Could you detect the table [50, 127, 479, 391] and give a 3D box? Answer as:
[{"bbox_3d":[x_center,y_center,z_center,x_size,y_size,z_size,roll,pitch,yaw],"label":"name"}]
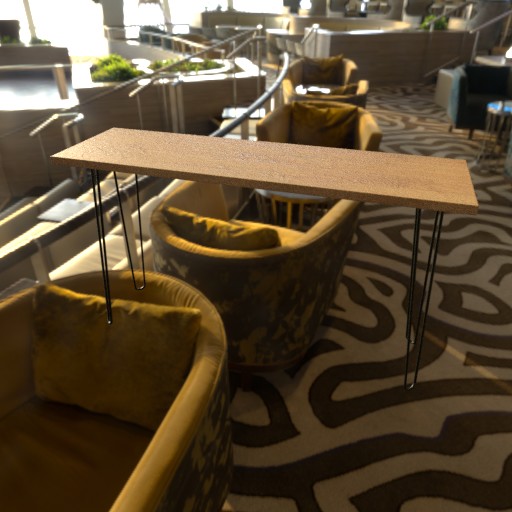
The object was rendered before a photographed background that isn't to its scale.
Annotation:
[{"bbox_3d":[0.000,0.000,1.756,1.400,0.799,0.399,9,32,15],"label":"table"}]
